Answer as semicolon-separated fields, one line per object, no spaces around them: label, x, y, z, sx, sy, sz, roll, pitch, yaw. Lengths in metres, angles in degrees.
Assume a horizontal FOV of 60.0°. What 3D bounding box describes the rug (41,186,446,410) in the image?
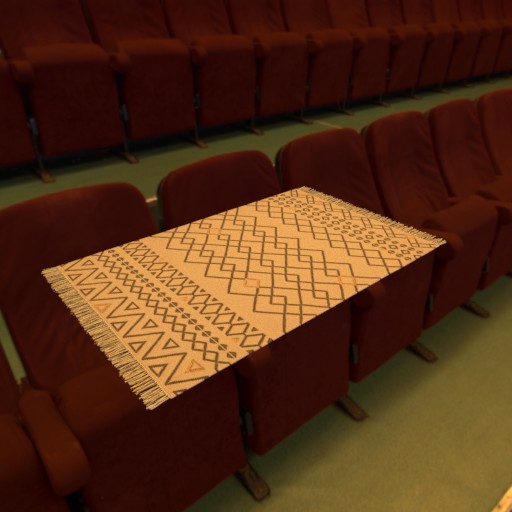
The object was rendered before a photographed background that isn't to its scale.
rug;0.000;0.000;2.537;2.023;0.028;1.224;-22;37;-34
